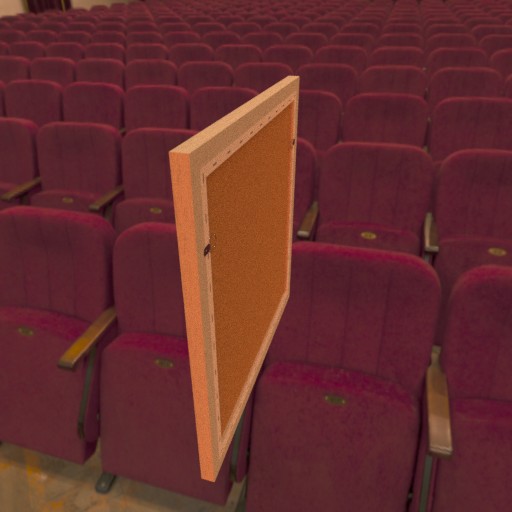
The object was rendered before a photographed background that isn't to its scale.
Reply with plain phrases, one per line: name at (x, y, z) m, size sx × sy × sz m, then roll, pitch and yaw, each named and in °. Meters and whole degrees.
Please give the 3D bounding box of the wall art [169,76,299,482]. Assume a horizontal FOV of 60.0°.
wall art at (0.000, 0.000, 1.516) m, size 0.045 × 1.016 × 1.016 m, roll 9°, pitch 31°, yaw 14°
